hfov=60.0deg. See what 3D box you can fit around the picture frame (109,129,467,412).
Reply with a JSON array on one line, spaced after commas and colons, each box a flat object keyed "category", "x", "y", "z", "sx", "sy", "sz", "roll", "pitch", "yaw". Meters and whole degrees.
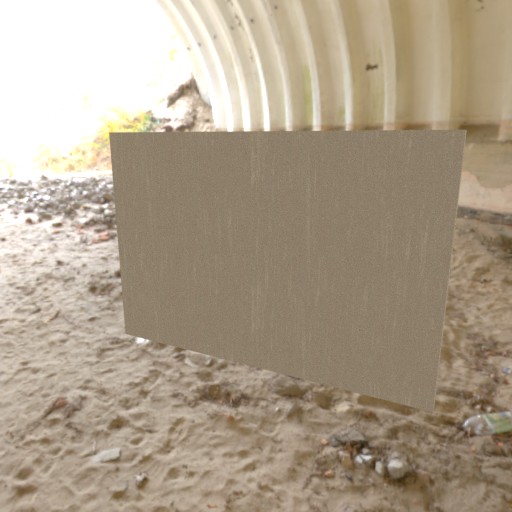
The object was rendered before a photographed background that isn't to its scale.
[{"category": "picture frame", "x": 0.000, "y": 0.000, "z": 1.183, "sx": 0.950, "sy": 0.640, "sz": 0.029, "roll": 7, "pitch": 17, "yaw": 26}]
